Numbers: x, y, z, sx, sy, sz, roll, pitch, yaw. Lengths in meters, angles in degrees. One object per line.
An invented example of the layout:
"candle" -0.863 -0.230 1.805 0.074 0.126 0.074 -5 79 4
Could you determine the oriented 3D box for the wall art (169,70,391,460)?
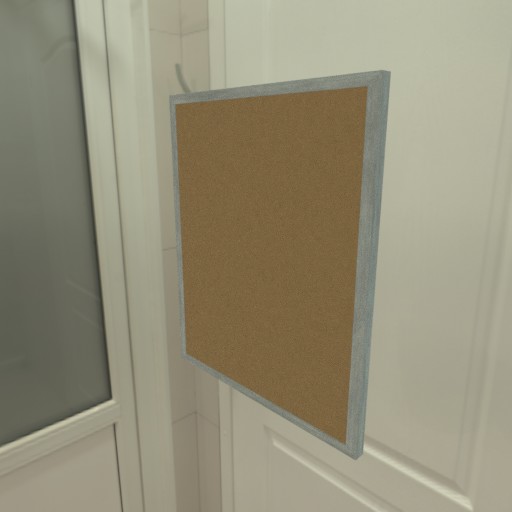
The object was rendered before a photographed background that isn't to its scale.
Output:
"wall art" 0.000 0.000 0.807 0.022 0.582 0.479 -14 20 -42
